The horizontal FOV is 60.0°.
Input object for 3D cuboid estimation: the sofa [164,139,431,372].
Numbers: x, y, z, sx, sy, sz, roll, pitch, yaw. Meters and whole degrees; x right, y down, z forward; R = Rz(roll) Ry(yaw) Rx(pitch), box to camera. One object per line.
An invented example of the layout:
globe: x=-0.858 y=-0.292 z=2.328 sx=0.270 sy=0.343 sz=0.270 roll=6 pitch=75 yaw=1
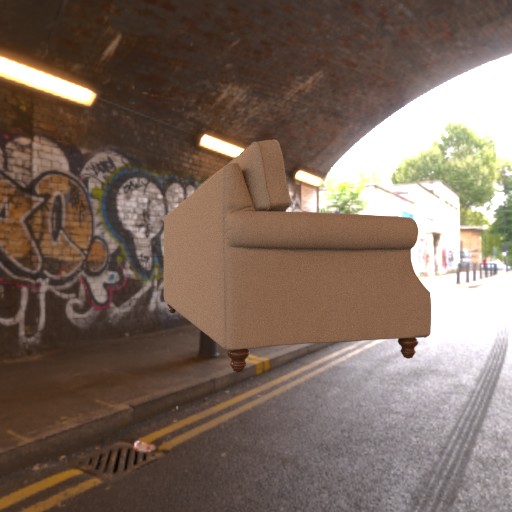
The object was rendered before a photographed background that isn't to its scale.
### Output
sofa: x=0.000 y=0.000 z=2.876 sx=0.966 sy=0.948 sz=2.354 roll=0 pitch=-1 yaw=-18
